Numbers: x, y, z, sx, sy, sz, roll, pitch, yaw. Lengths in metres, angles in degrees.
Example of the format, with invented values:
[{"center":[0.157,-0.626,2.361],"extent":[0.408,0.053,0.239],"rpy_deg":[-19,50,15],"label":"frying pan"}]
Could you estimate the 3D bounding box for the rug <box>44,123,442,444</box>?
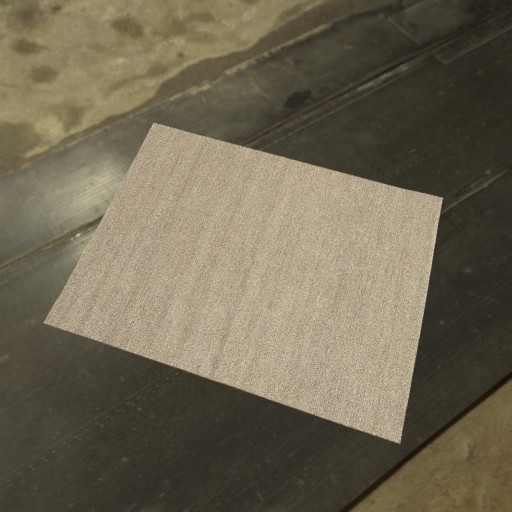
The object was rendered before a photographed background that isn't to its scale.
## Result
[{"center":[0.000,0.000,4.762],"extent":[3.626,0.051,2.757],"rpy_deg":[17,65,8],"label":"rug"}]
